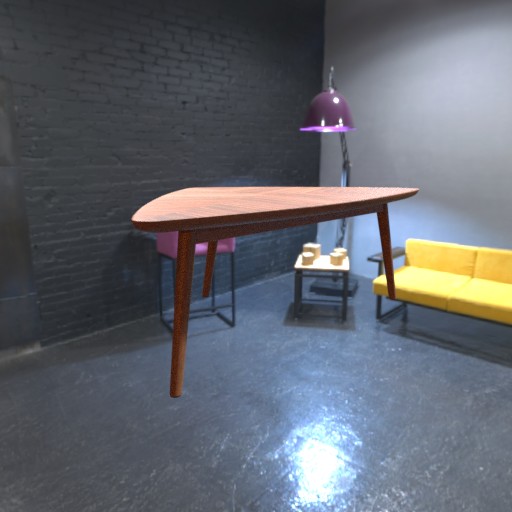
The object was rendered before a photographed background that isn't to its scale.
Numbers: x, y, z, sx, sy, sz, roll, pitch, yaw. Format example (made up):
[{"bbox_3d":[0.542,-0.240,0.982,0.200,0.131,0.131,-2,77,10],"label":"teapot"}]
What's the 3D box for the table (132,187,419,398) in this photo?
[{"bbox_3d":[0.000,0.000,1.297,1.008,0.365,0.601,-13,18,-43],"label":"table"}]
